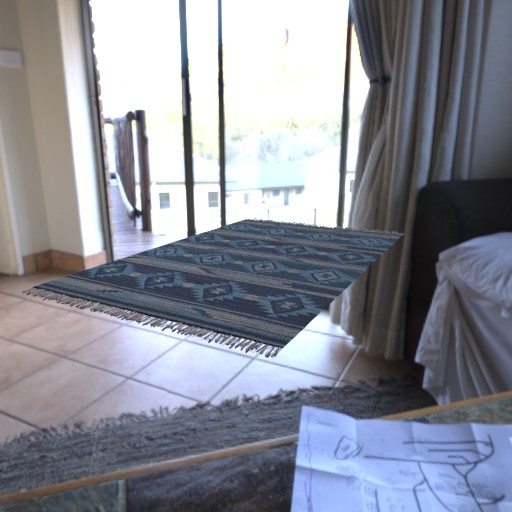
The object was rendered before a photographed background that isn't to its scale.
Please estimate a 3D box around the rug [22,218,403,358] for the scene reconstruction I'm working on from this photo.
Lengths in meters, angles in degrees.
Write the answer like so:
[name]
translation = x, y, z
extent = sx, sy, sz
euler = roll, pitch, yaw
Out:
[rug]
translation = 0.000, 0.000, 2.372
extent = 1.181, 0.028, 1.936
euler = 8, 17, 28
